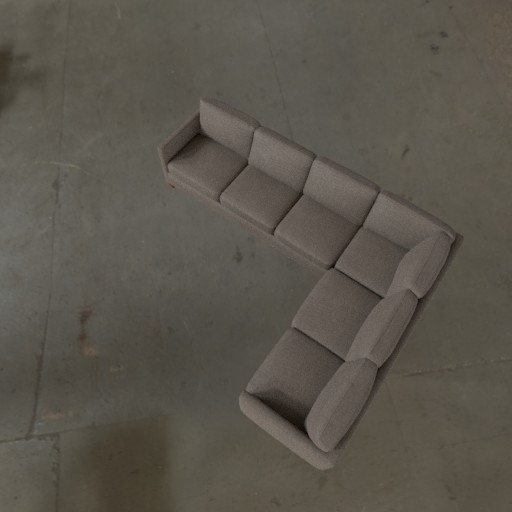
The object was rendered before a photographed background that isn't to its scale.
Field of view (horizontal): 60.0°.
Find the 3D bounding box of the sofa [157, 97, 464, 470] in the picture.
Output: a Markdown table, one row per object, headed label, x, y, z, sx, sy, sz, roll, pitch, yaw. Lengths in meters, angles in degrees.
| label | x | y | z | sx | sy | sz | roll | pitch | yaw |
| --- | --- | --- | --- | --- | --- | --- | --- | --- | --- |
| sofa | 0.000 | 0.000 | 4.546 | 3.302 | 0.947 | 2.593 | 32 | 66 | 16 |
